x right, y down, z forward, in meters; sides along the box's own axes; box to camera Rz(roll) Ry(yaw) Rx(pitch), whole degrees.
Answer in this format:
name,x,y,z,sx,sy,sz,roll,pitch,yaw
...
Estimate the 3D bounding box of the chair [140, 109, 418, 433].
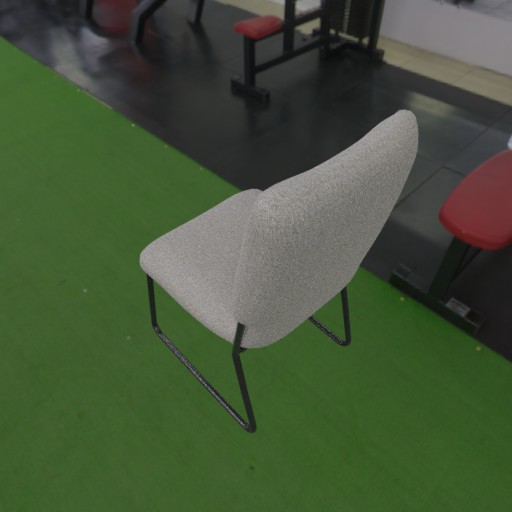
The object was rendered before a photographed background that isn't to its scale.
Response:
name,x,y,z,sx,sy,sz,roll,pitch,yaw
chair,0.000,0.000,1.158,0.448,0.864,0.560,-34,55,-28
